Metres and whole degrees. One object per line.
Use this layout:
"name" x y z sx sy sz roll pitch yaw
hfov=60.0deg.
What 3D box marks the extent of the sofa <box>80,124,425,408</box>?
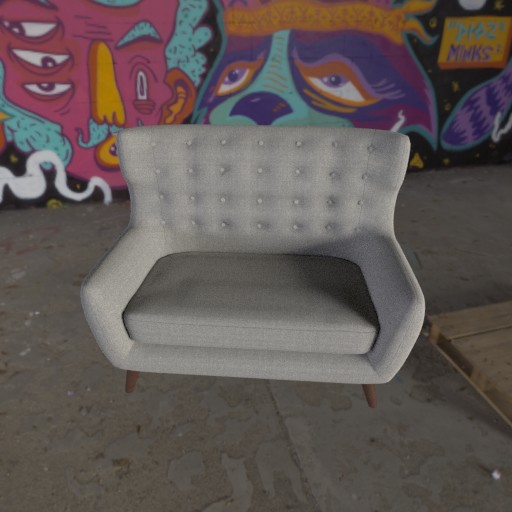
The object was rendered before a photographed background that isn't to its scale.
"sofa" 0.000 0.000 2.054 1.386 1.028 0.884 2 29 4
